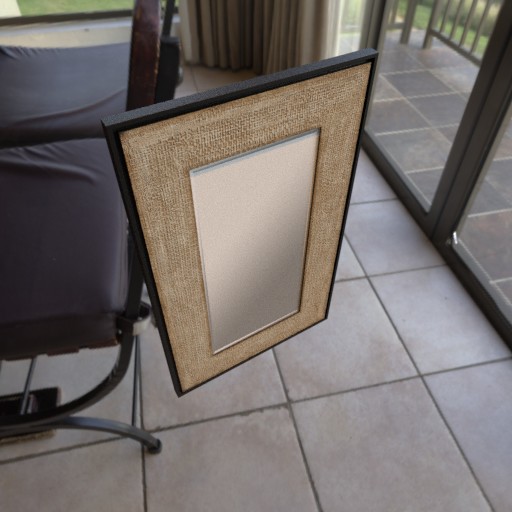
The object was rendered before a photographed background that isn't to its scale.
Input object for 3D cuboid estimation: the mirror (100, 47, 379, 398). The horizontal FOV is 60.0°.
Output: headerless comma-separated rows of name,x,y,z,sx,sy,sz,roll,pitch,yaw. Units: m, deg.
mirror,0.000,0.000,1.517,0.762,1.219,0.038,-23,50,-21
